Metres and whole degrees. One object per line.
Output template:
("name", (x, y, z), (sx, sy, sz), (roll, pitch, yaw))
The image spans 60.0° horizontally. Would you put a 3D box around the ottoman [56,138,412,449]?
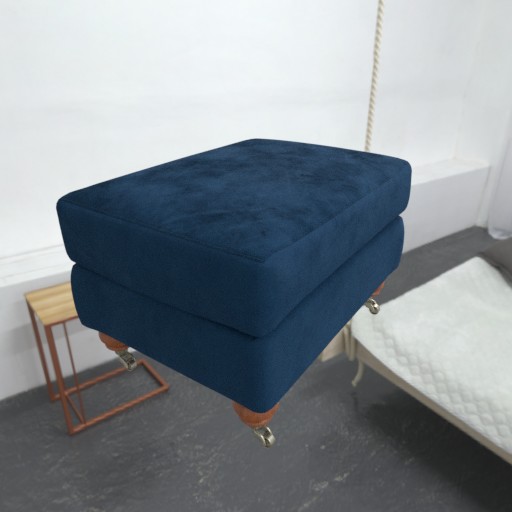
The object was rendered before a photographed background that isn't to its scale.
("ottoman", (0.000, 0.000, 1.174), (0.572, 0.503, 0.773), (17, 31, 31))
